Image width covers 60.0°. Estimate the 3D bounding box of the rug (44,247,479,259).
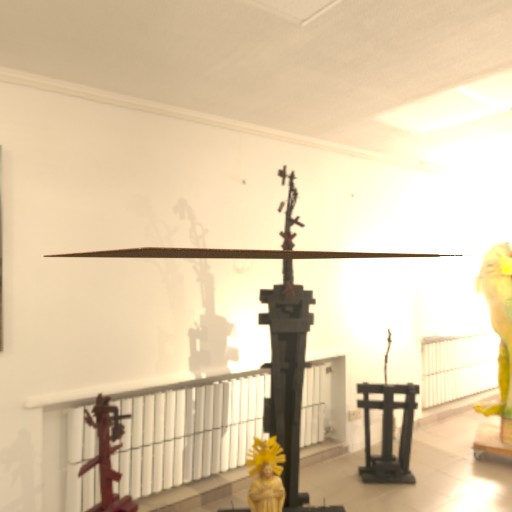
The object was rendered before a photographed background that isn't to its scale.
[{"bbox_3d":[0.000,0.000,3.966,3.050,0.015,2.441,1,-1,-36],"label":"rug"}]
